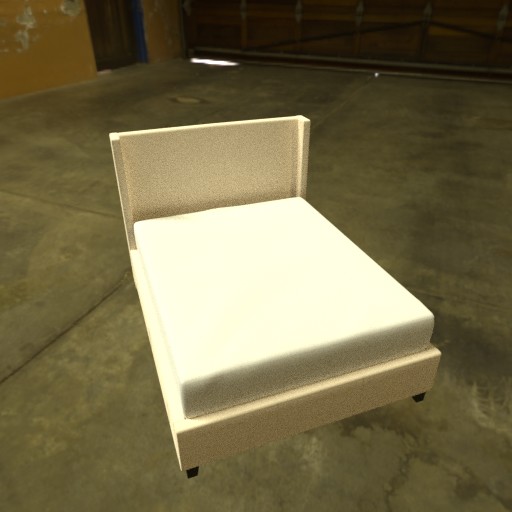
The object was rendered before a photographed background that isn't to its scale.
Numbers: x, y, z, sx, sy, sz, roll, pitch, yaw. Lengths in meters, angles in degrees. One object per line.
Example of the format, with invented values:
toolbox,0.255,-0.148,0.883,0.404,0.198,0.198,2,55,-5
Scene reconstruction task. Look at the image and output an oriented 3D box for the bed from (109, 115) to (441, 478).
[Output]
bed,0.000,0.000,3.405,1.765,1.471,2.280,-11,33,-17
